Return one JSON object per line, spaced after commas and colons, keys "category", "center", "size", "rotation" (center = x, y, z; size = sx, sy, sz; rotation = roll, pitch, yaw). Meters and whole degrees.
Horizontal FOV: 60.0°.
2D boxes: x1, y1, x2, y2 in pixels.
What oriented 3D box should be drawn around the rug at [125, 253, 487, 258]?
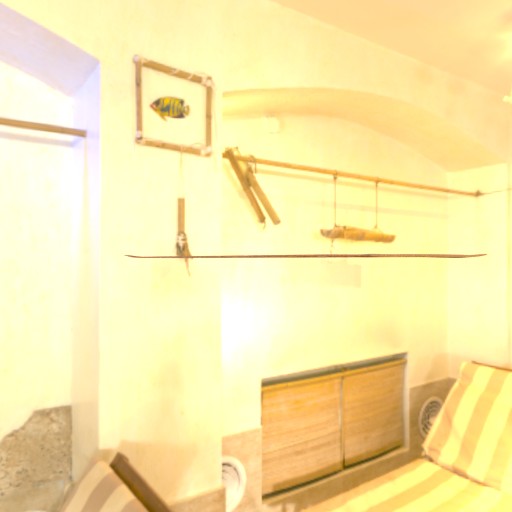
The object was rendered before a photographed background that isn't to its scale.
{"category": "rug", "center": [0.000, 0.000, 2.738], "size": [0.799, 0.030, 2.444], "rotation": [0, -1, -36]}
